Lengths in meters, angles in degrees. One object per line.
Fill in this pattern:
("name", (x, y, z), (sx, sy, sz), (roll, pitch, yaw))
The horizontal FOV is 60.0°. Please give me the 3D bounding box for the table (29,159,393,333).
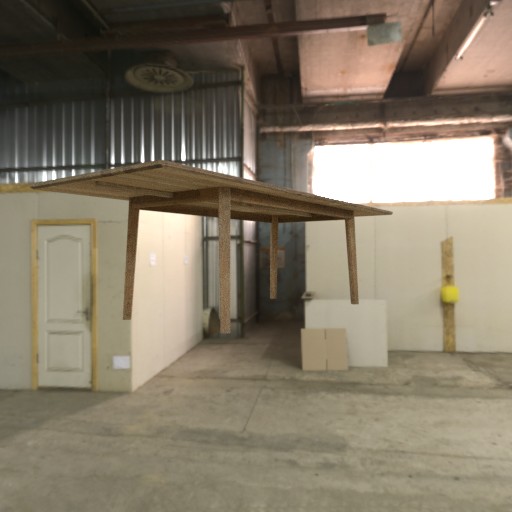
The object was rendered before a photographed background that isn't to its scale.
("table", (0.000, 0.000, 3.049), (1.000, 0.752, 2.603), (0, 0, 36))
